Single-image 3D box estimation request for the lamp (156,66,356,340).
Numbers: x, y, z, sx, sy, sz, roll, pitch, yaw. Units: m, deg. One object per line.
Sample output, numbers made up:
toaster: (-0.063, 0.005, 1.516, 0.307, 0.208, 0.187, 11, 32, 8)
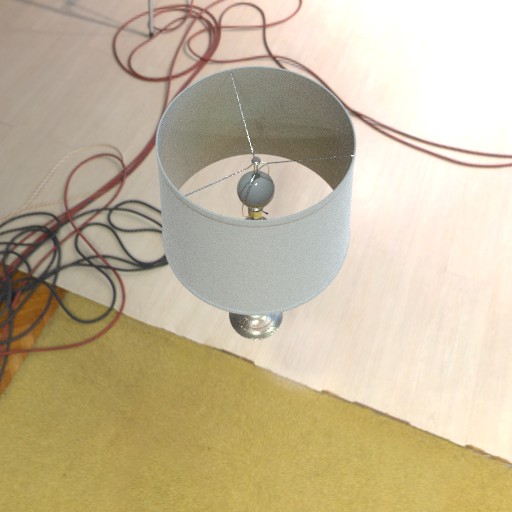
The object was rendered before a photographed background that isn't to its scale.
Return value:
lamp: (0.000, 0.000, 0.890, 0.331, 0.698, 0.331, 0, 63, 0)
